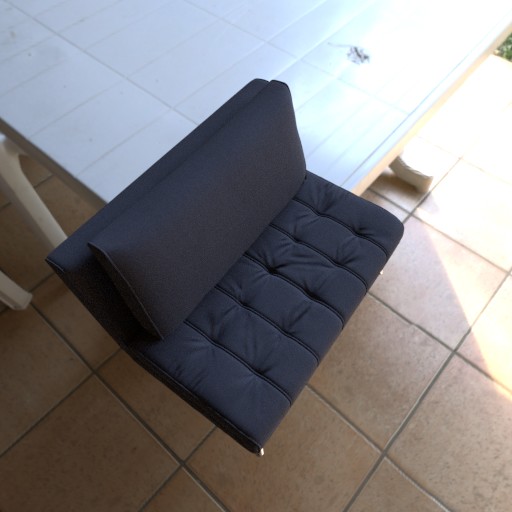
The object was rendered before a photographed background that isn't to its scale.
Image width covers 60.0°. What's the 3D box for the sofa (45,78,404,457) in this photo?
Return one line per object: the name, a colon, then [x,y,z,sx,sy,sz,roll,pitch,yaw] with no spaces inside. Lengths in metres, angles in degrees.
sofa: [0.000,0.000,1.888,0.910,0.910,1.220,31,62,19]
